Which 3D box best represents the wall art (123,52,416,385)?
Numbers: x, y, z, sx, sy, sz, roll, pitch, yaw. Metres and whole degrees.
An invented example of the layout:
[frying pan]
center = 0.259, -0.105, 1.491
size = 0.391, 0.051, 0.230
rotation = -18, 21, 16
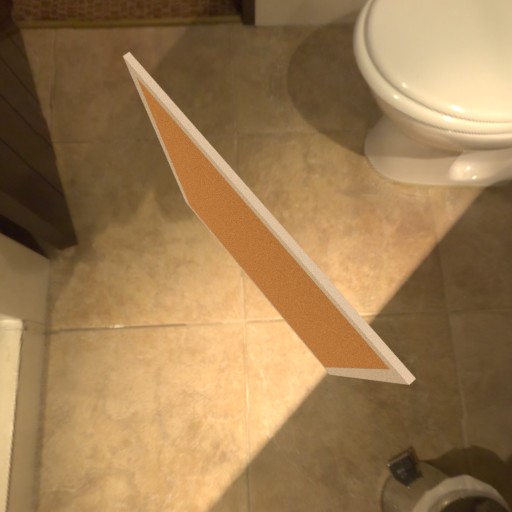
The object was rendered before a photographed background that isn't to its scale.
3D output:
[wall art]
center = 0.000, 0.000, 0.674
size = 0.009, 0.457, 0.456
rotation = -39, 79, -9
